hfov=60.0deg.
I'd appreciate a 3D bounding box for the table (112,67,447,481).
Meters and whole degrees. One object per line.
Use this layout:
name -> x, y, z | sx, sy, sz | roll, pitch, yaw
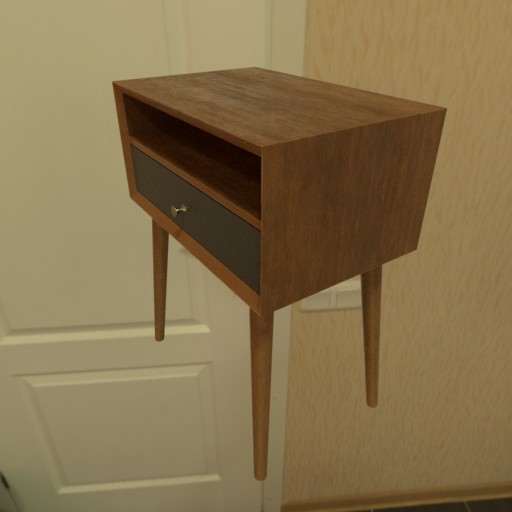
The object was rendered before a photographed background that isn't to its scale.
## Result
table -> 0.000, 0.000, 0.826 | 0.307, 0.580, 0.454 | -19, 36, -29
